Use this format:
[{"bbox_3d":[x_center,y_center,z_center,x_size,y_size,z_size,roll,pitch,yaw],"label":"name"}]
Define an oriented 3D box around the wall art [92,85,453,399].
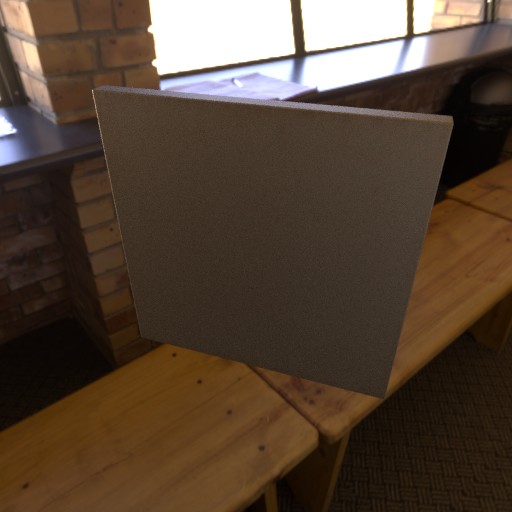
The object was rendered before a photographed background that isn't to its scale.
[{"bbox_3d":[0.000,0.000,0.744,0.503,0.506,0.030,11,35,15],"label":"wall art"}]
